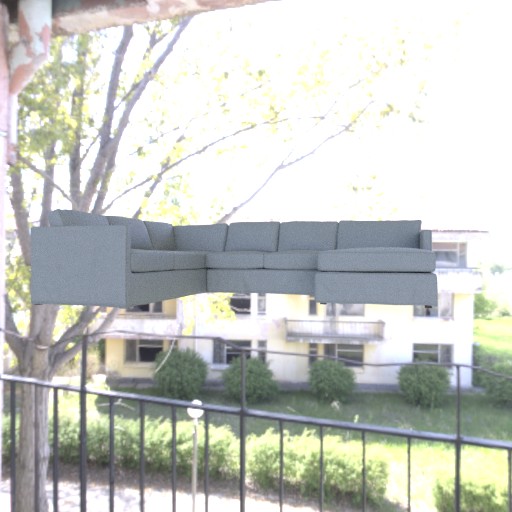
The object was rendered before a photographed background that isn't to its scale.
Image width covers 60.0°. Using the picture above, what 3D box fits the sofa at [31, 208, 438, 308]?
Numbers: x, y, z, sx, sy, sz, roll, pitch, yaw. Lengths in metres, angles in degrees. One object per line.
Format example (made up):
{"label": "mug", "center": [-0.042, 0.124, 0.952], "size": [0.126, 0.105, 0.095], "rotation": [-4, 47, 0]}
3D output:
{"label": "sofa", "center": [0.000, 0.000, 4.548], "size": [3.460, 0.882, 2.427], "rotation": [0, 0, 18]}
